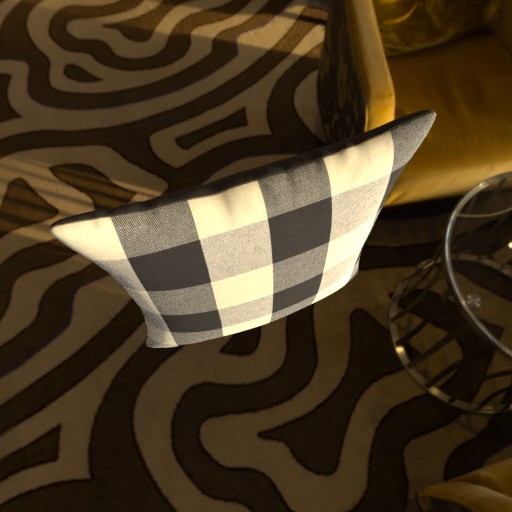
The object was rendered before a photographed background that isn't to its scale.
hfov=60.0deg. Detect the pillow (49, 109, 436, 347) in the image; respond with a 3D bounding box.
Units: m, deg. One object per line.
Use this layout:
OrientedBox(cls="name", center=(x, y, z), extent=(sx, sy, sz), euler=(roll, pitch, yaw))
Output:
OrientedBox(cls="pillow", center=(0.000, 0.000, 0.775), extent=(0.511, 0.509, 0.161), euler=(-19, 65, -9))
